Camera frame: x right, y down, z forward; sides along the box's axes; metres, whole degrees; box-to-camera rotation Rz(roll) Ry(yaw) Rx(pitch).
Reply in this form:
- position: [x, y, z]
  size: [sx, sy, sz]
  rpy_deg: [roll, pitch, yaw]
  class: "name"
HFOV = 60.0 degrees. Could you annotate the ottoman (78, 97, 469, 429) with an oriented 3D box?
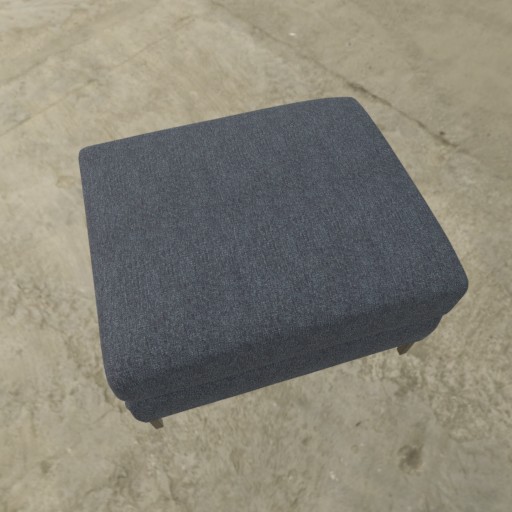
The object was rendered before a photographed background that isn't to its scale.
- position: [0.000, 0.000, 1.274]
  size: [0.831, 0.533, 0.695]
  rpy_deg: [-14, 59, -9]
  class: "ottoman"
